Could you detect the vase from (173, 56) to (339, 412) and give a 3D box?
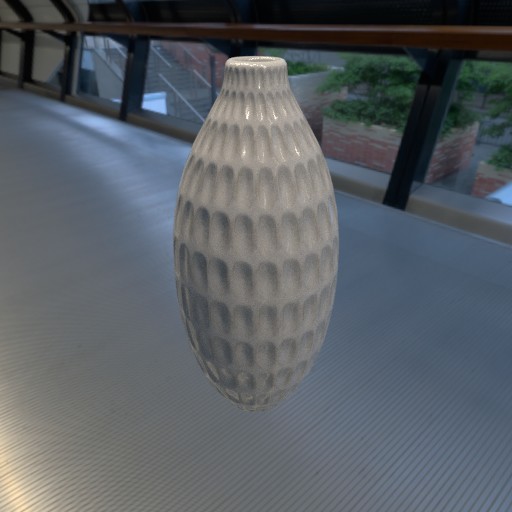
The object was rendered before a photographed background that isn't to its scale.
[{"bbox_3d":[0.000,0.000,0.345,0.127,0.282,0.127,0,29,0],"label":"vase"}]
